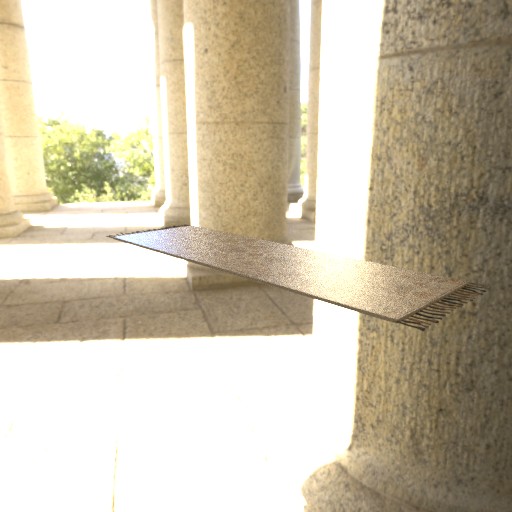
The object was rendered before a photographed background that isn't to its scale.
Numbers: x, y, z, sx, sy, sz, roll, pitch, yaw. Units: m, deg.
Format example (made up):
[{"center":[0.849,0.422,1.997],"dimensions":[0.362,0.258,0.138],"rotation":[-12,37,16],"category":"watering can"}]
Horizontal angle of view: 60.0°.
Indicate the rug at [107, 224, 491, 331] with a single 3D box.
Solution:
[{"center":[0.000,0.000,2.669],"dimensions":[0.729,0.021,2.438],"rotation":[-13,19,-43],"category":"rug"}]
